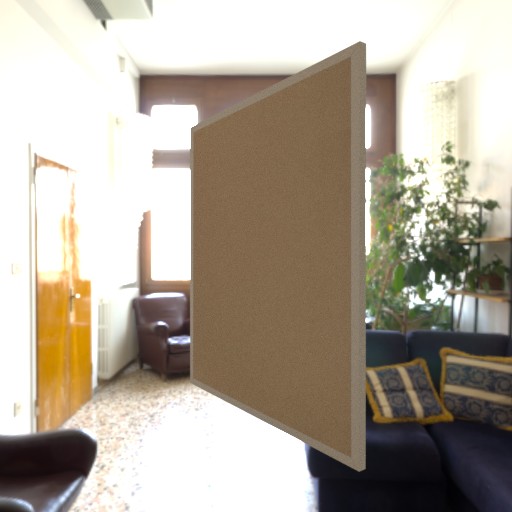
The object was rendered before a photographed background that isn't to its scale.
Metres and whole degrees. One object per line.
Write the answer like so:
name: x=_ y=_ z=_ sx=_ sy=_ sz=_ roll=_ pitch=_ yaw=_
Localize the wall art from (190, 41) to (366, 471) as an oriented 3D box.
wall art: x=0.000 y=0.000 z=0.773 sx=0.012 sy=0.557 sz=0.482 roll=0 pitch=0 yaw=-35
